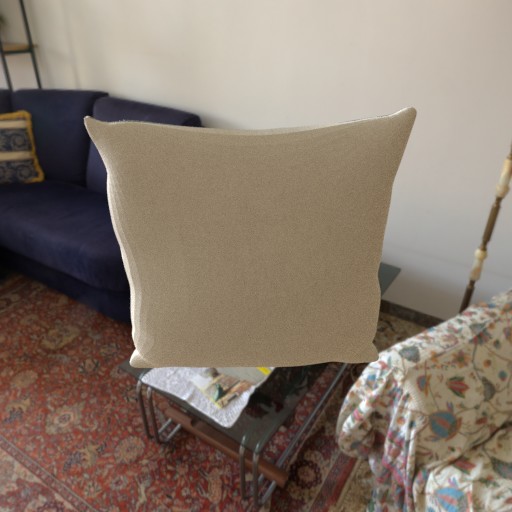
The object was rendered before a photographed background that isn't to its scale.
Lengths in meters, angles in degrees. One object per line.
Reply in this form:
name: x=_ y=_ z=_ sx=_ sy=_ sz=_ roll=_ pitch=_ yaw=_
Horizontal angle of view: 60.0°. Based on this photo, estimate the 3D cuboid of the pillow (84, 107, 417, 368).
pillow: x=0.000 y=0.000 z=0.681 sx=0.440 sy=0.441 sz=0.182 roll=-1 pitch=31 yaw=-2
